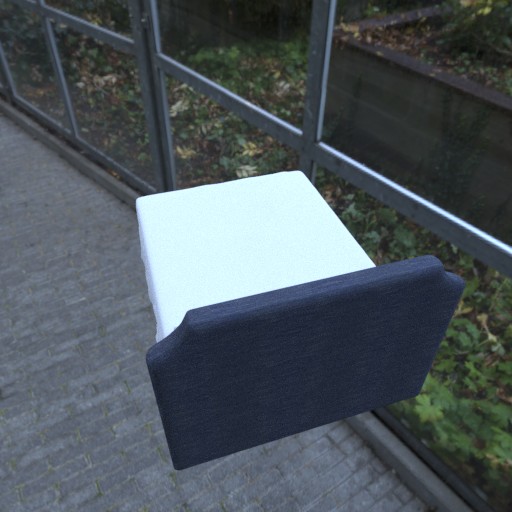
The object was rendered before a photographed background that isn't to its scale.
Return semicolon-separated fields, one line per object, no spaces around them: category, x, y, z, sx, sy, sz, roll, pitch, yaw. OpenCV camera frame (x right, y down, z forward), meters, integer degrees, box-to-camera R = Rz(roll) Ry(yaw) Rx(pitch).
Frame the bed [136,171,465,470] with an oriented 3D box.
bed;0.000;0.000;3.190;1.693;1.290;2.116;-12;42;-13
